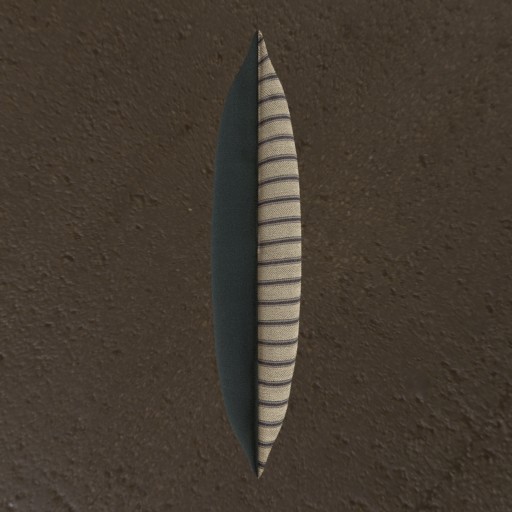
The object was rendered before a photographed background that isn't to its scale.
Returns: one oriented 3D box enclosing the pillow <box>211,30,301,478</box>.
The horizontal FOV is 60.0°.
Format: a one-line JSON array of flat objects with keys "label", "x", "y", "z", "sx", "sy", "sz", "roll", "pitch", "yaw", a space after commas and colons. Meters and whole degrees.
[{"label": "pillow", "x": 0.000, "y": 0.000, "z": 0.746, "sx": 0.151, "sy": 0.305, "sz": 0.609, "roll": 0, "pitch": 92, "yaw": 0}]
